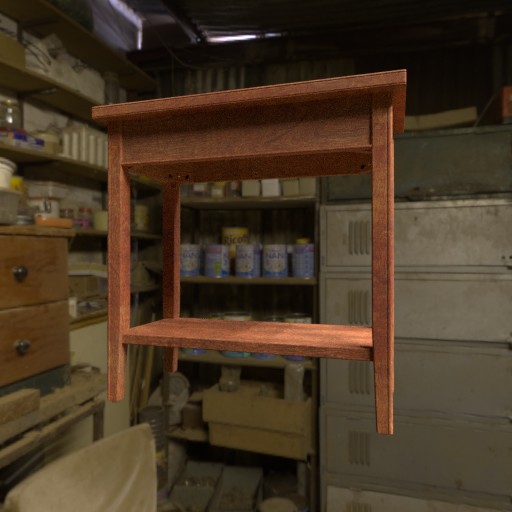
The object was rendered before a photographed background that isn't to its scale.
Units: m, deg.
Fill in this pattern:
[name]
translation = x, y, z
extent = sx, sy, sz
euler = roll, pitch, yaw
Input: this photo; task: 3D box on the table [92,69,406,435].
[table]
translation = 0.000, 0.000, 0.959
extent = 0.610, 0.610, 0.305
euler = 0, 0, 18
